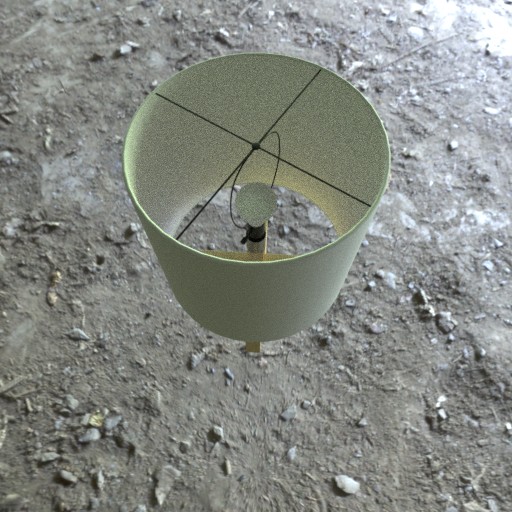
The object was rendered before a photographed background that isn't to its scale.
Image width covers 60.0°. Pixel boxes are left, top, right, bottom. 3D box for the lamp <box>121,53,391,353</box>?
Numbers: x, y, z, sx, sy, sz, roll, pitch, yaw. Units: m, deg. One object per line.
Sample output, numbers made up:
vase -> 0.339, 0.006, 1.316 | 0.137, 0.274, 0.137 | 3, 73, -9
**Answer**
lamp -> 0.000, 0.000, 0.569 | 0.229, 0.428, 0.229 | 3, 64, 2
